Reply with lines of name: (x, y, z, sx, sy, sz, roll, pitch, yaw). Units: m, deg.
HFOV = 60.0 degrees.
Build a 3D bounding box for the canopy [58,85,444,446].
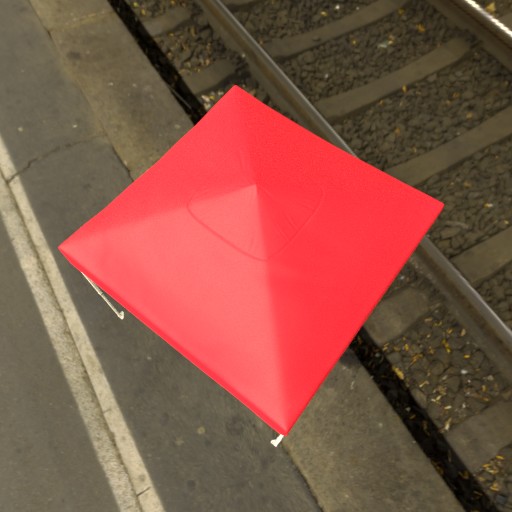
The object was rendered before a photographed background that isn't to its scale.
canopy: (0.000, 0.000, 5.439, 2.998, 2.997, 2.996, 35, 69, 16)
